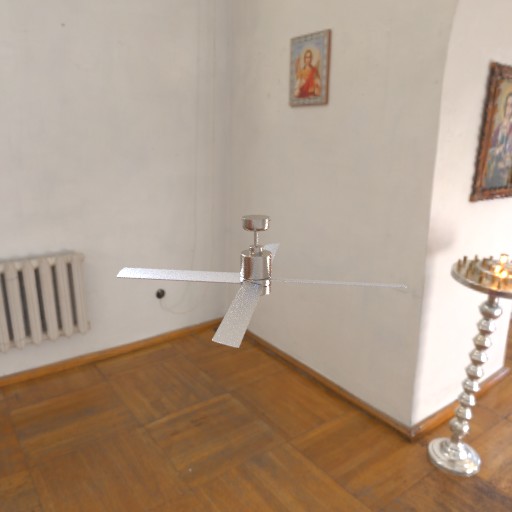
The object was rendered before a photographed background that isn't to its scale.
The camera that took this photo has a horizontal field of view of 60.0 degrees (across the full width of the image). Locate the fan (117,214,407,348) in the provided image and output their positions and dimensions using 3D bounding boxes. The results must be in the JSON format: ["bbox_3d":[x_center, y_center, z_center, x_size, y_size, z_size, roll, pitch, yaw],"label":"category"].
[{"bbox_3d":[0.000,0.000,2.000,1.322,0.355,1.322,2,16,8],"label":"fan"}]
